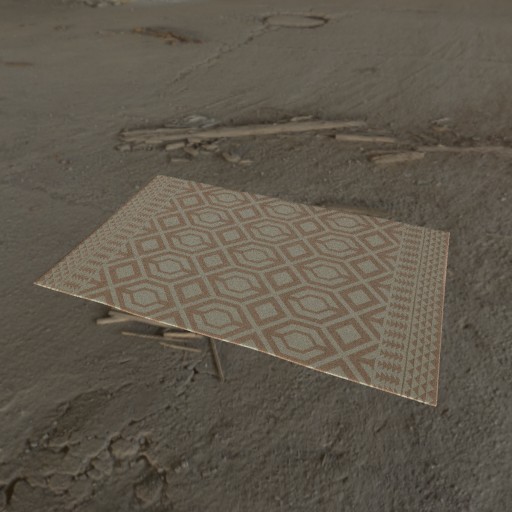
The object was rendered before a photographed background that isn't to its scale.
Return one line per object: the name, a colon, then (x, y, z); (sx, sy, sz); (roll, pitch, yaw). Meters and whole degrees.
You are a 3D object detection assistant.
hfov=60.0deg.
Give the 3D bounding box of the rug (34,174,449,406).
rug: (0.000, 0.000, 3.014); (2.435, 0.011, 1.526); (14, 41, 16)
